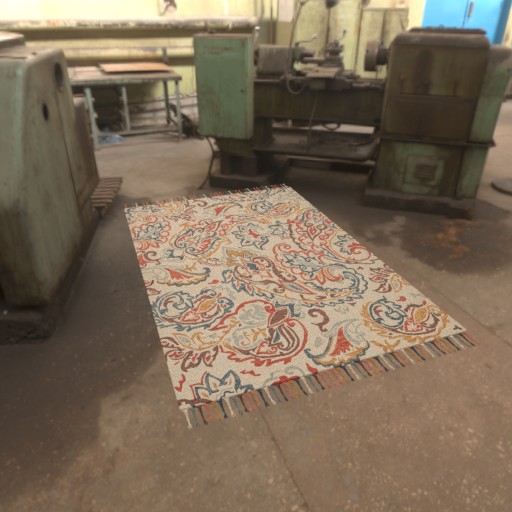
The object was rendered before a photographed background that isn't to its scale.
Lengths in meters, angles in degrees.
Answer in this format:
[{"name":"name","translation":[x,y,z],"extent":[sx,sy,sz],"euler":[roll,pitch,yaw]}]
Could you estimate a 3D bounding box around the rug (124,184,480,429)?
[{"name":"rug","translation":[0.000,0.000,2.421],"extent":[1.218,0.010,1.997],"euler":[-10,31,-18]}]
